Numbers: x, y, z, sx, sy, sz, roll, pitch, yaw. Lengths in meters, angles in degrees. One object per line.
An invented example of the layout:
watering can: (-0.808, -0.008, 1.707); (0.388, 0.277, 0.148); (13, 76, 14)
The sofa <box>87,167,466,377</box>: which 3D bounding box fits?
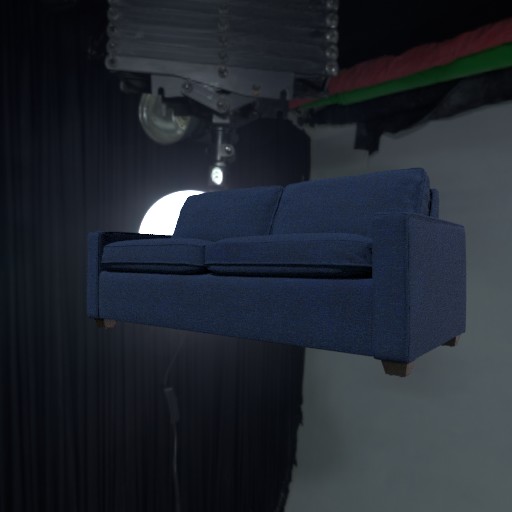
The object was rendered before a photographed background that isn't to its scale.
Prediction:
sofa: (0.000, 0.000, 2.551); (2.080, 0.919, 0.940); (0, 0, 37)
